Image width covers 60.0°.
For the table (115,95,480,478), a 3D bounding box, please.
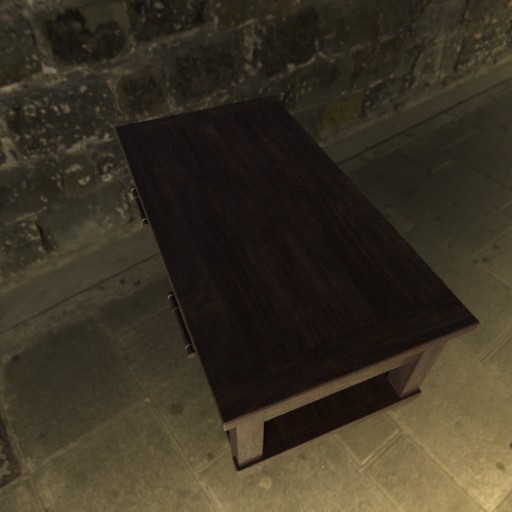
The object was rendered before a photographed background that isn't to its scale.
[{"bbox_3d":[0.000,0.000,1.593,0.700,0.494,1.270,-17,49,-15],"label":"table"}]
